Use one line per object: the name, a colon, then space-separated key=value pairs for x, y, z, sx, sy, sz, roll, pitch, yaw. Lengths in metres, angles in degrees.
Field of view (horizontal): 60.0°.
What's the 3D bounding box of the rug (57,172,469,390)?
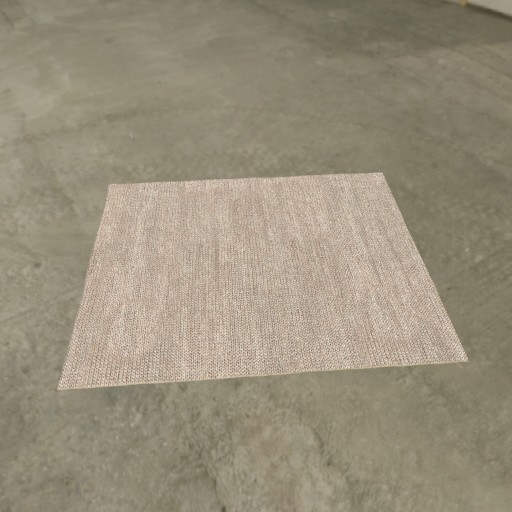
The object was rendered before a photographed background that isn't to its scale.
rug: x=0.000 y=0.000 z=4.090 sx=3.052 sy=0.030 sz=2.429 roll=-3 pitch=46 yaw=-3
